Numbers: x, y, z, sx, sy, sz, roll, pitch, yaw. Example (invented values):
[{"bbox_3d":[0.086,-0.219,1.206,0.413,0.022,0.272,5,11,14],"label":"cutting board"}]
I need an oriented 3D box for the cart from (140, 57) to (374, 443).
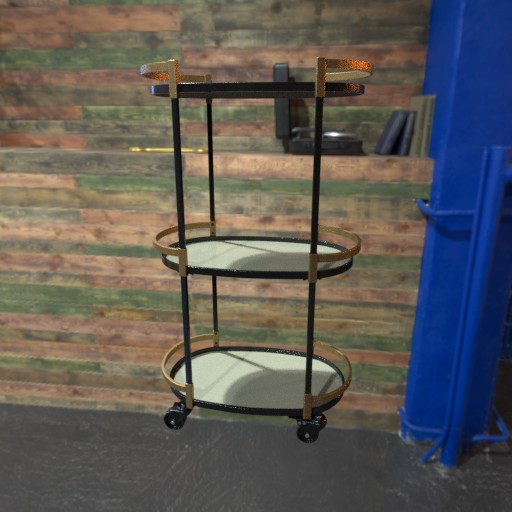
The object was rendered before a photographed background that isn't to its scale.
[{"bbox_3d":[0.000,0.000,1.124,0.515,0.885,0.311,2,17,8],"label":"cart"}]
